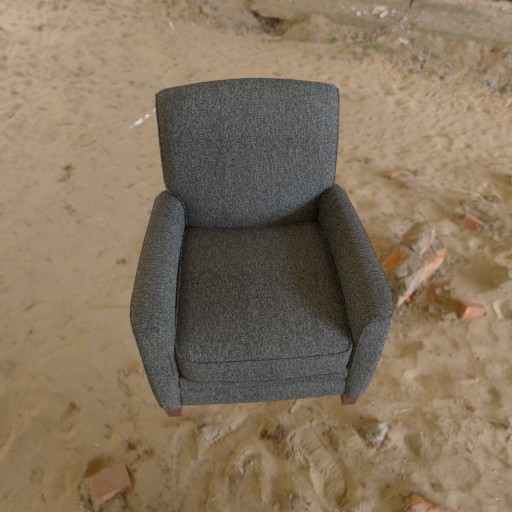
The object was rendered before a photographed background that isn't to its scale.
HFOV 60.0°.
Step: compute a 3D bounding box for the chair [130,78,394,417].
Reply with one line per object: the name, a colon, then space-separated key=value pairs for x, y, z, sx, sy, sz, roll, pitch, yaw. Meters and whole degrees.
chair: x=0.000 y=0.000 z=1.673 sx=0.848 sy=1.014 sz=0.864 roll=-3 pitch=45 yaw=-3
